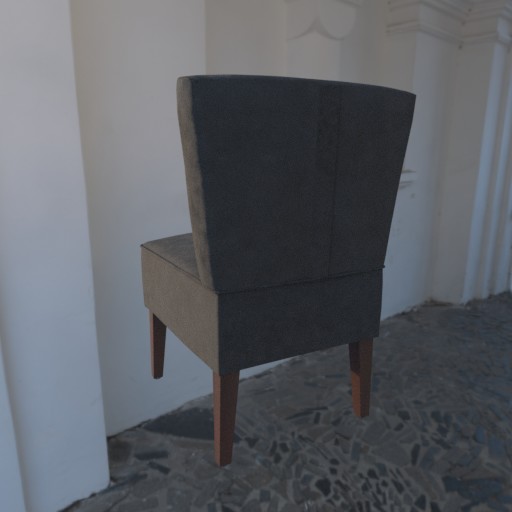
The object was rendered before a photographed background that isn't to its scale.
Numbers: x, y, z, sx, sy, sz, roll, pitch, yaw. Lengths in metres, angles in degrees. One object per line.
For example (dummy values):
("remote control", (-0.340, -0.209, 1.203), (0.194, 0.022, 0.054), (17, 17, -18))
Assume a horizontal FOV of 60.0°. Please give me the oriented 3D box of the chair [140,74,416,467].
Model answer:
("chair", (0.000, 0.000, 1.158), (0.521, 0.806, 0.554), (-7, 15, -26))
